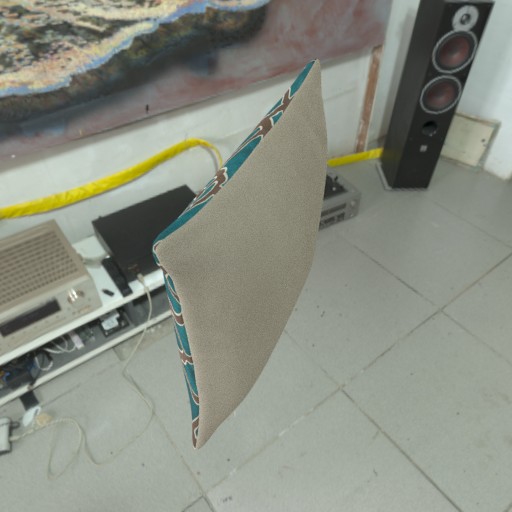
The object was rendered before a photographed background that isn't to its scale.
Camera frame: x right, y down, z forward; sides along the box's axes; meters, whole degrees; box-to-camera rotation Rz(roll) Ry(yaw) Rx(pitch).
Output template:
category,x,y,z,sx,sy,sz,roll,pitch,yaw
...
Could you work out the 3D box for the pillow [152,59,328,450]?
category,x,y,z,sx,sy,sz,roll,pitch,yaw
pillow,0.000,0.000,0.784,0.166,0.507,0.526,17,47,16
